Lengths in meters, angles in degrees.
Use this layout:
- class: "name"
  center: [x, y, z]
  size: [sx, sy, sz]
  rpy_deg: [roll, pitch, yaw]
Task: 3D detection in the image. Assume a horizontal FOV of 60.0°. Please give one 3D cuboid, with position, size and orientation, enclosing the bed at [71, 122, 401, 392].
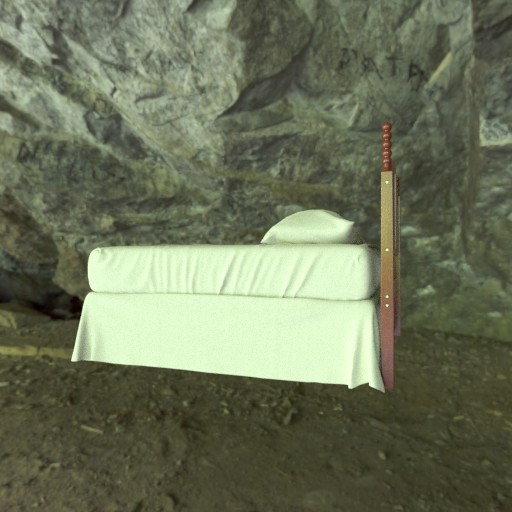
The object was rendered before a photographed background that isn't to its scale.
- class: "bed"
  center: [0.000, 0.000, 3.330]
  size: [2.040, 1.356, 1.873]
  rpy_deg: [0, 0, 19]
